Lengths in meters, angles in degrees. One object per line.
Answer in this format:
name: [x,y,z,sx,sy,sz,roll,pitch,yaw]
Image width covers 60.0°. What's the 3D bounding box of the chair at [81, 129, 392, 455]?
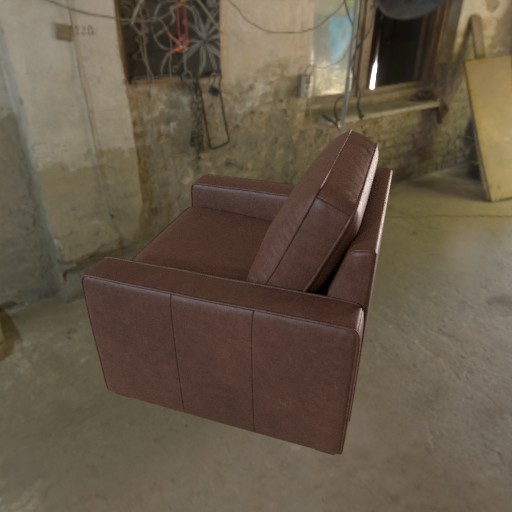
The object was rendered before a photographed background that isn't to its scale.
chair: [0.000,0.000,1.795,0.940,0.919,1.017,10,32,16]
